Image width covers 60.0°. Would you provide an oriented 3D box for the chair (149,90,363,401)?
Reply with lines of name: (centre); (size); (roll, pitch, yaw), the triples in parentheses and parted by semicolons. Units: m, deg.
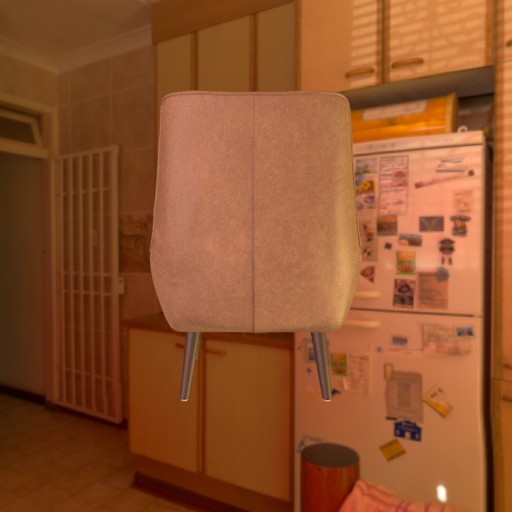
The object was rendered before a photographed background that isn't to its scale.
chair: (0.000, 0.000, 1.539); (0.787, 0.888, 0.824); (0, 1, 0)
